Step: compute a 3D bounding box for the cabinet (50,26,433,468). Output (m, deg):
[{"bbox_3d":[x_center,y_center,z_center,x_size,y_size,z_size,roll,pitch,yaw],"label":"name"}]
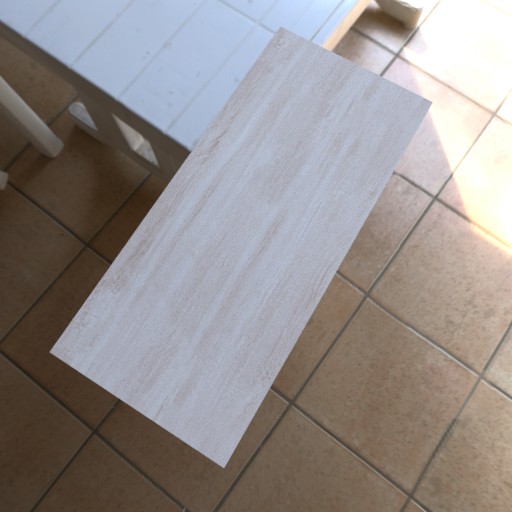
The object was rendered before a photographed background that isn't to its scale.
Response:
[{"bbox_3d":[0.000,0.000,1.541,0.500,0.780,1.110,30,77,8],"label":"cabinet"}]
